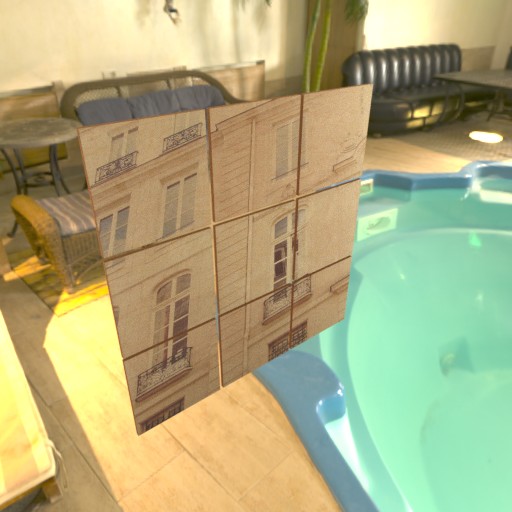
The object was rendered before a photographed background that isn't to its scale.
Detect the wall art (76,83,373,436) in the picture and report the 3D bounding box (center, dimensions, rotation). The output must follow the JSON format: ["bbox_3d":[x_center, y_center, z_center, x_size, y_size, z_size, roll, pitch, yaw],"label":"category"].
[{"bbox_3d":[0.000,0.000,1.358,0.915,0.913,0.018,-21,36,-33],"label":"wall art"}]
